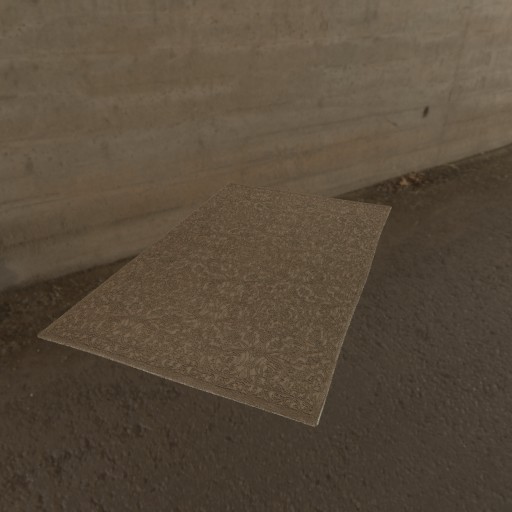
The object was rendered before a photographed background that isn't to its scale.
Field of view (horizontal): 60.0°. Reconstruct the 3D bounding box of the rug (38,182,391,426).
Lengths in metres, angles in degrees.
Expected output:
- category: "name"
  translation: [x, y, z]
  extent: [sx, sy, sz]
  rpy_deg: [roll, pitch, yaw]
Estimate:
- category: "rug"
  translation: [0.000, 0.000, 3.070]
  extent: [1.529, 0.012, 2.435]
  rpy_deg: [11, 32, 19]
